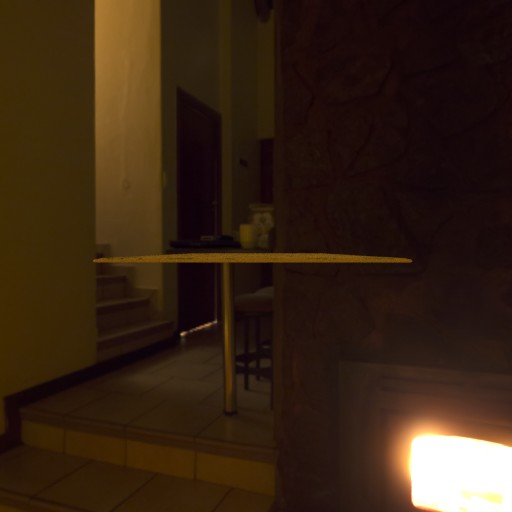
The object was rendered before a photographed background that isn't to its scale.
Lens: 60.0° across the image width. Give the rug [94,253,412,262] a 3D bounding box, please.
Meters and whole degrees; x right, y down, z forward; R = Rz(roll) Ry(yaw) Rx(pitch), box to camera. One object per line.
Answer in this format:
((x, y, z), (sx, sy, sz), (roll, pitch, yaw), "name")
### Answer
((0.000, 0.000, 1.445), (0.605, 0.007, 1.220), (0, 1, 1), "rug")
